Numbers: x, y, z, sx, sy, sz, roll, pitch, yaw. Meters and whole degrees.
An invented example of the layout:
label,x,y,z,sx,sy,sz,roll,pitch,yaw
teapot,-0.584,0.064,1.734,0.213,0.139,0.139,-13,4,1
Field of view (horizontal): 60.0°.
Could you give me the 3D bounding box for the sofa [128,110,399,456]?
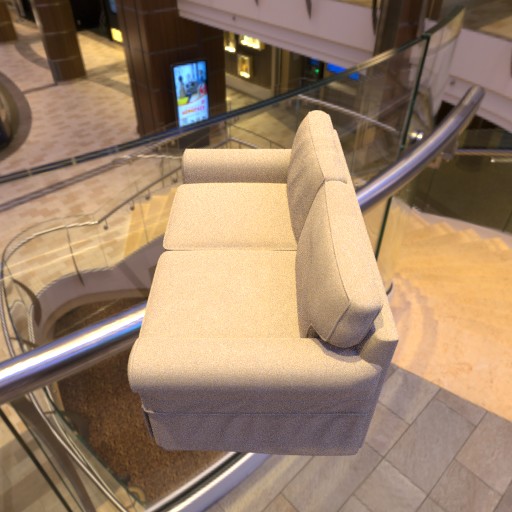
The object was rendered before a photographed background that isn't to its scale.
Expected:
label,x,y,z,sx,sy,sz,roll,pitch,yaw
sofa,0.000,0.000,2.325,0.991,0.940,1.727,0,41,0
